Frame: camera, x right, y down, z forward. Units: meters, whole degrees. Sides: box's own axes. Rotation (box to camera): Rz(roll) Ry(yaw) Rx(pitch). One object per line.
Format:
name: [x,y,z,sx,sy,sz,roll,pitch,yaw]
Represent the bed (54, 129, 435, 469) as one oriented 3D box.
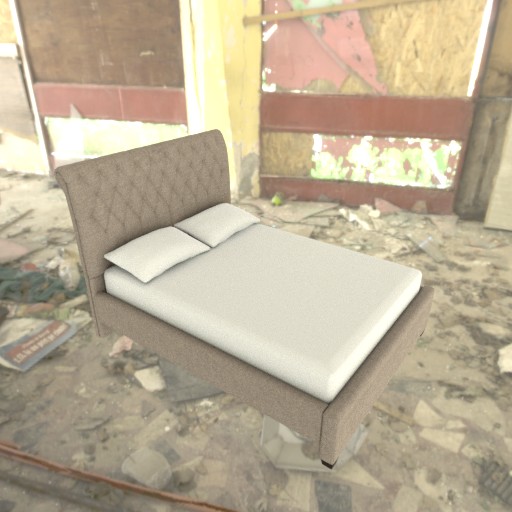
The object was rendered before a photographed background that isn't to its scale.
bed: [0.000,0.000,3.320,2.252,1.371,1.645,19,32,32]
